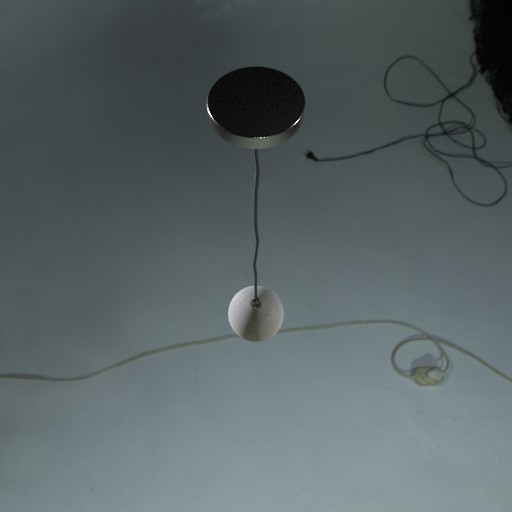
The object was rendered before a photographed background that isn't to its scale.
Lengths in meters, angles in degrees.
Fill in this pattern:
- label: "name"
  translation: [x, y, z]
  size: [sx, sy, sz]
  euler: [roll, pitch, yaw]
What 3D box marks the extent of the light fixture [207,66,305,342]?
- label: "light fixture"
  translation: [0.000, 0.000, 0.836]
  size: [0.139, 0.764, 0.139]
  euler: [-13, 64, -7]
